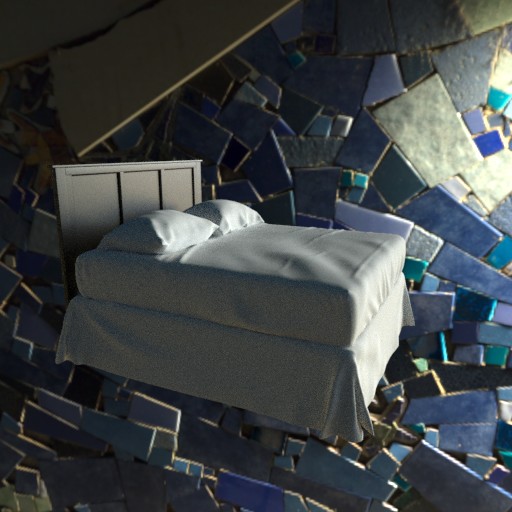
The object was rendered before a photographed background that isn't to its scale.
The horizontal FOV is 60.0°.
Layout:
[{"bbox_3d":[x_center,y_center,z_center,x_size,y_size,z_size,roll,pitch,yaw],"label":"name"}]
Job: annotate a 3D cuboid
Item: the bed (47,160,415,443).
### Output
[{"bbox_3d":[0.000,0.000,3.120,2.050,1.270,1.870,7,15,25],"label":"bed"}]
